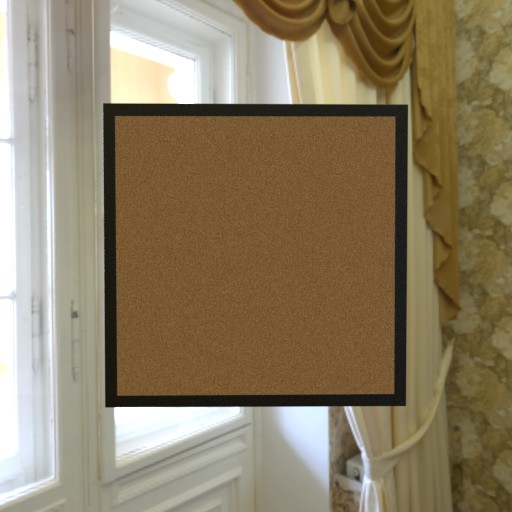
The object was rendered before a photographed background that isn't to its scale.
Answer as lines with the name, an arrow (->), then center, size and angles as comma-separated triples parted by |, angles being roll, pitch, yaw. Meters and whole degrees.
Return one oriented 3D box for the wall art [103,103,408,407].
wall art -> 0.000, 0.000, 0.463 | 0.304, 0.304, 0.038 | 0, 1, -1
